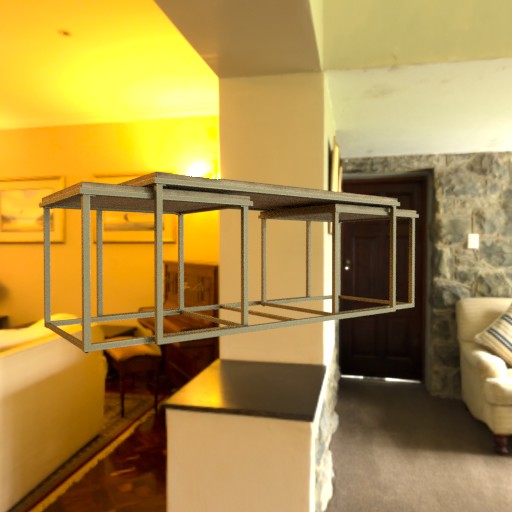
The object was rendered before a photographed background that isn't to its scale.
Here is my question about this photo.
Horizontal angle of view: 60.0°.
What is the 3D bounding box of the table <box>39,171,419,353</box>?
[{"bbox_3d":[0.000,0.000,1.560,1.312,0.427,0.489,-1,1,-37],"label":"table"}]
